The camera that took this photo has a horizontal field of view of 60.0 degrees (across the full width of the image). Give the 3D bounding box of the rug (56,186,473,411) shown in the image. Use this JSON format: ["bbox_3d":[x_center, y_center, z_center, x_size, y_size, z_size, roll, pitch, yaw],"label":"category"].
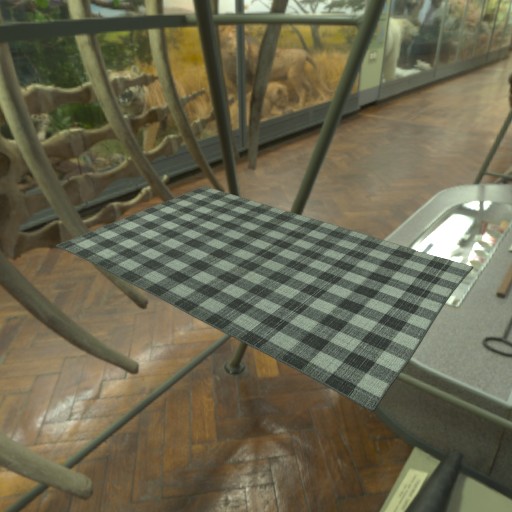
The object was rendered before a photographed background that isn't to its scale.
[{"bbox_3d":[0.000,0.000,3.084,2.476,0.011,1.554,21,36,32],"label":"rug"}]
